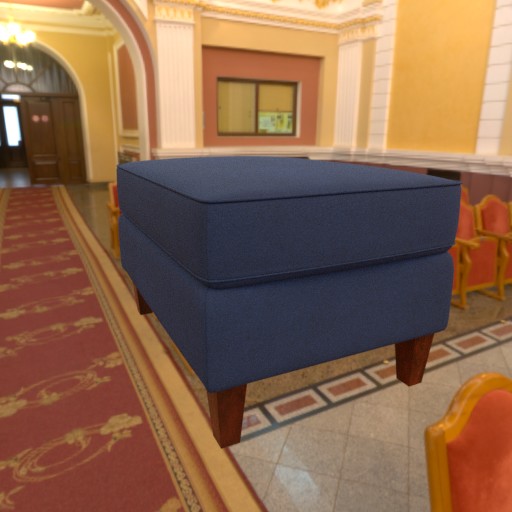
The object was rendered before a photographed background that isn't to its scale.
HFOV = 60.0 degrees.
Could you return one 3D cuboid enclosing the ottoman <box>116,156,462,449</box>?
[{"bbox_3d":[0.000,0.000,1.389,0.686,0.584,0.965,-8,18,-25],"label":"ottoman"}]
